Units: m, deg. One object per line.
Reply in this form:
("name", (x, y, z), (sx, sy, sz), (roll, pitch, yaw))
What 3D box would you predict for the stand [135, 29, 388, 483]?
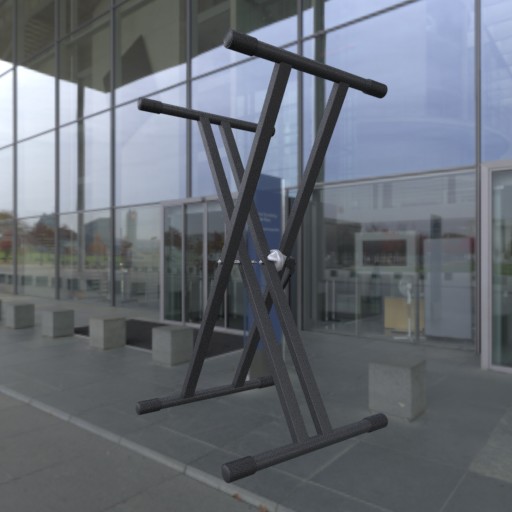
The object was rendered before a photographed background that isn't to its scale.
("stand", (0.000, 0.000, 1.210), (0.495, 0.900, 0.503), (0, 0, -36))
